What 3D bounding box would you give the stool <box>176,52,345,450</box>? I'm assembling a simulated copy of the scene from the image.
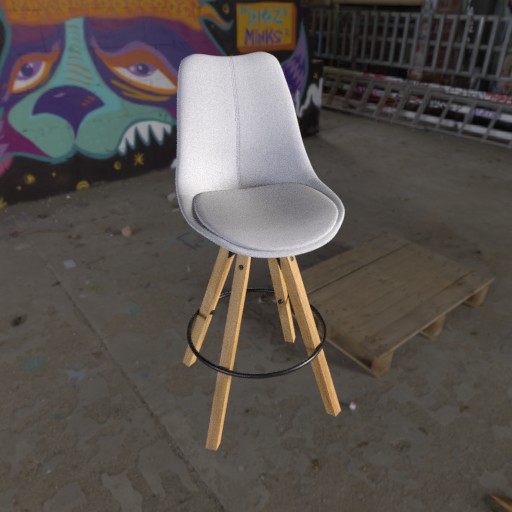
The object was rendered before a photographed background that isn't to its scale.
[{"bbox_3d":[0.000,0.000,1.389,0.484,1.115,0.550,-9,31,-16],"label":"stool"}]
